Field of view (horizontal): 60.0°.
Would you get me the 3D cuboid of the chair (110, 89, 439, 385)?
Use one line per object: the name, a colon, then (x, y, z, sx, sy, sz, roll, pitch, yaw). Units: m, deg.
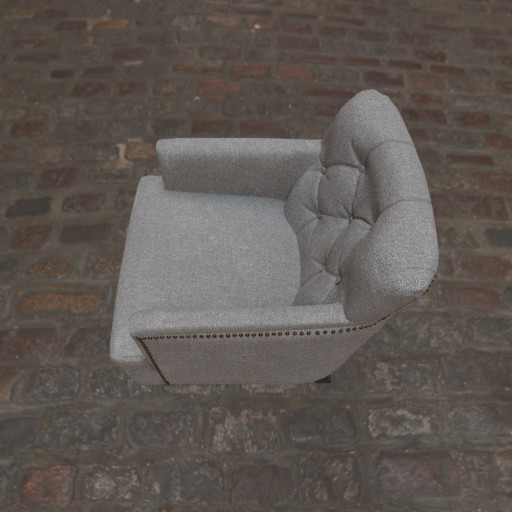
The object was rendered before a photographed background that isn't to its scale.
chair: (0.000, 0.000, 1.497, 0.902, 0.823, 0.737, -1, 57, 0)
